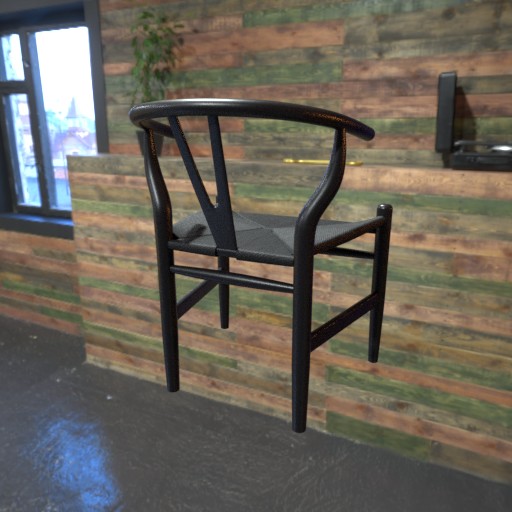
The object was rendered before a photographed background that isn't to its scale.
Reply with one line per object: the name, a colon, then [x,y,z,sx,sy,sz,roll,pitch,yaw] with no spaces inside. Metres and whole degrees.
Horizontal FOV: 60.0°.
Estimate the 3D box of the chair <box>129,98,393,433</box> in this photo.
chair: [0.000,0.000,1.140,0.569,0.730,0.579,8,17,26]
